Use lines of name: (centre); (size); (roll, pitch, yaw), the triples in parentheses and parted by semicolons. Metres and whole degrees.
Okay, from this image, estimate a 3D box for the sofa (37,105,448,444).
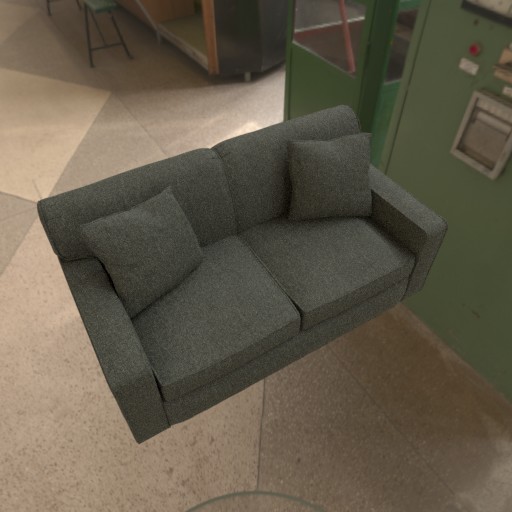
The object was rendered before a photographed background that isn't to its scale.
sofa: (0.000, 0.000, 2.395); (1.846, 0.958, 0.998); (-23, 51, -21)
